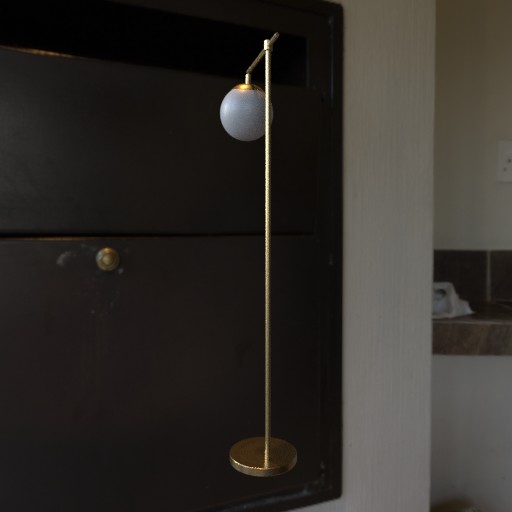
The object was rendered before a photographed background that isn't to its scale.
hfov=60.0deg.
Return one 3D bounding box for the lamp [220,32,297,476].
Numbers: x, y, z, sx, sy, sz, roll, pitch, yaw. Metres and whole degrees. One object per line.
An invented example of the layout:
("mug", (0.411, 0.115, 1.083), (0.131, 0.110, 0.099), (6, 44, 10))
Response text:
("lamp", (0.000, 0.000, 1.710), (0.249, 1.505, 0.476), (-1, 2, -17))
